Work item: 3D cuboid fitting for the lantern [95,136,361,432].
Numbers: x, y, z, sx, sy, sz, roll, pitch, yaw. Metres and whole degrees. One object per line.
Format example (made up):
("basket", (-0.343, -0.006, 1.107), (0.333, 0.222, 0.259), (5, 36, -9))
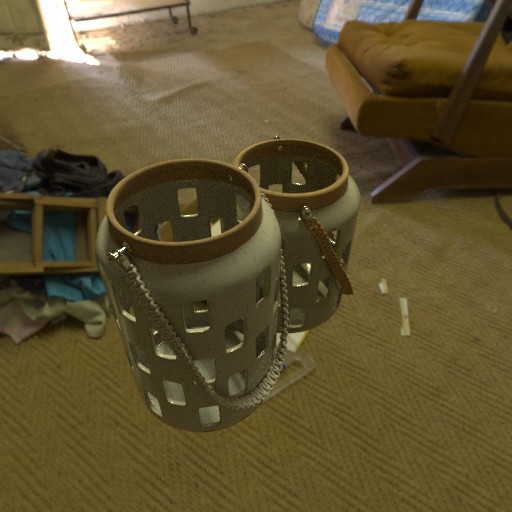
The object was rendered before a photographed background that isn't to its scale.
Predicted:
("lantern", (0.000, 0.000, 0.505), (0.184, 0.255, 0.347), (26, 48, 26))
